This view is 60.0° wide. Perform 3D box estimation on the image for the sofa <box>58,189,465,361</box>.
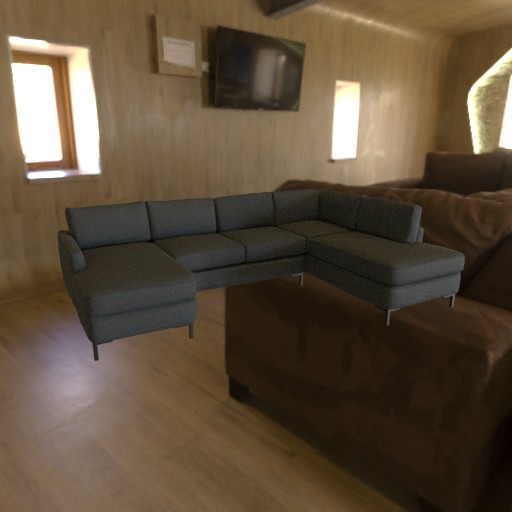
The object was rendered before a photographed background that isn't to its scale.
[{"bbox_3d":[0.000,0.000,3.837,2.975,0.858,1.984,-8,18,-28],"label":"sofa"}]
